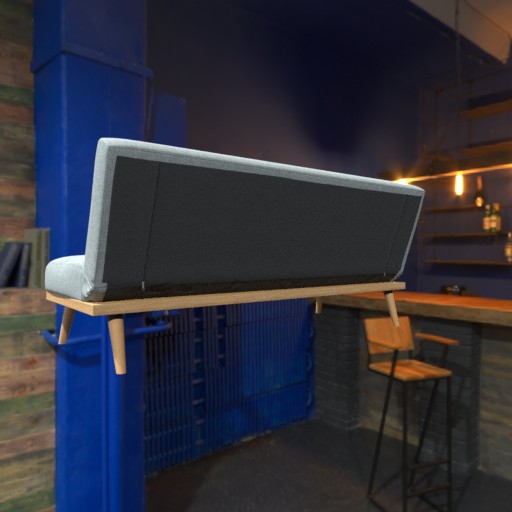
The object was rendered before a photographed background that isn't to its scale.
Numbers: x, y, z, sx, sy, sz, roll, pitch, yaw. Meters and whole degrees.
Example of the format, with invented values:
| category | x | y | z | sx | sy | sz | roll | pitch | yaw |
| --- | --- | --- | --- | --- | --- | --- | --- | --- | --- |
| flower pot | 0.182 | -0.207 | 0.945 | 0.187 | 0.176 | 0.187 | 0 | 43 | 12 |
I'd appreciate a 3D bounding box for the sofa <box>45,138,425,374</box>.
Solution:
| category | x | y | z | sx | sy | sz | roll | pitch | yaw |
| --- | --- | --- | --- | --- | --- | --- | --- | --- | --- |
| sofa | 0.000 | 0.000 | 2.240 | 1.820 | 0.800 | 0.800 | 0 | 1 | -38 |
